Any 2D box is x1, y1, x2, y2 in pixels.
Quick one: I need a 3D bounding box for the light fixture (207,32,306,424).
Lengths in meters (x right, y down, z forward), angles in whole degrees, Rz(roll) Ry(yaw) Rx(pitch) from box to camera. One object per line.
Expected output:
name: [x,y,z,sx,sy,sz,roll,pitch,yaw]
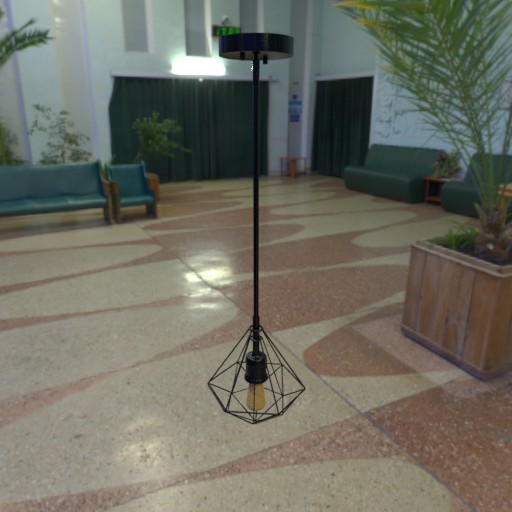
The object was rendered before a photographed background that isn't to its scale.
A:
light fixture: [0.000,0.000,1.988,0.431,1.764,0.487,-8,19,-23]
